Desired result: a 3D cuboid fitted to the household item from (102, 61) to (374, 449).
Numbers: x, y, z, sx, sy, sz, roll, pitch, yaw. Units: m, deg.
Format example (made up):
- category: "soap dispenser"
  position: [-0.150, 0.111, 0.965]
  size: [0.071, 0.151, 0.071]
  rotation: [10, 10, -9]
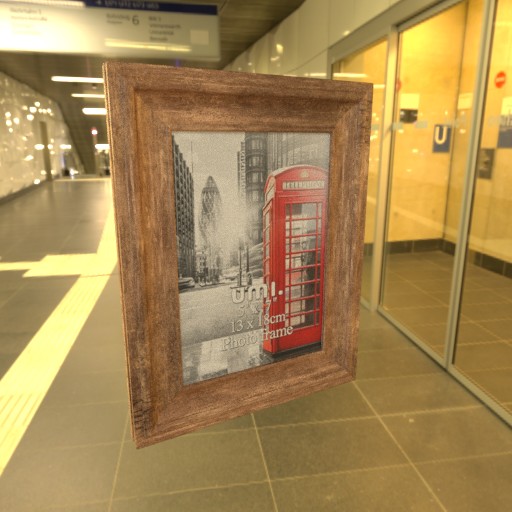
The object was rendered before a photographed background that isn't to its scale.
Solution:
- category: "household item"
  position: [0.000, 0.000, 0.310]
  size: [0.186, 0.237, 0.018]
  rotation: [-8, 16, -28]
